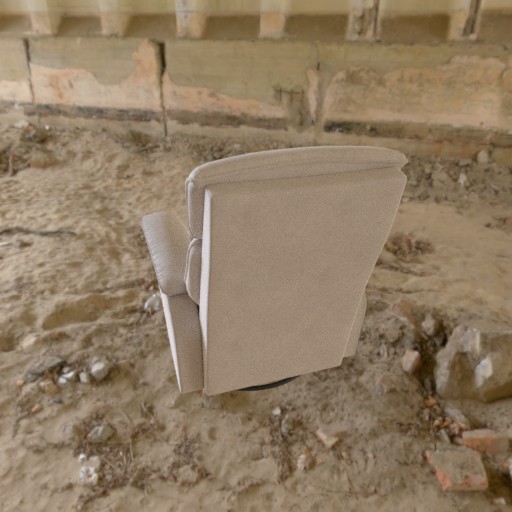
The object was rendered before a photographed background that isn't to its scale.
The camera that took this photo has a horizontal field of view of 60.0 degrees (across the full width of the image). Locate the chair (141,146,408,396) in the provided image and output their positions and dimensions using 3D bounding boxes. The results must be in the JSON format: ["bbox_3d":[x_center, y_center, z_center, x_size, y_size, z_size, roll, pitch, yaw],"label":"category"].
[{"bbox_3d":[0.000,0.000,1.765,0.820,1.039,1.001,-8,28,-16],"label":"chair"}]
